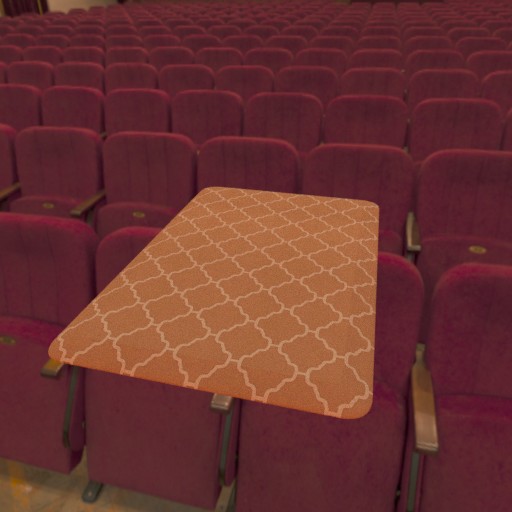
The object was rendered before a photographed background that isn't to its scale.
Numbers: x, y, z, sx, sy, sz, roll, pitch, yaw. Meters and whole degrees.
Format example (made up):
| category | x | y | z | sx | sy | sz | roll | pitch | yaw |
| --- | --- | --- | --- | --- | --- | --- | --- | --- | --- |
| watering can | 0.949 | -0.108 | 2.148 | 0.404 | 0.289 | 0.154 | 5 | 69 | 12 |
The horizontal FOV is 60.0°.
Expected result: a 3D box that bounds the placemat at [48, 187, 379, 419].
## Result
| category | x | y | z | sx | sy | sz | roll | pitch | yaw |
| --- | --- | --- | --- | --- | --- | --- | --- | --- | --- |
| placemat | 0.000 | 0.000 | 0.953 | 0.508 | 0.021 | 0.762 | 7 | 31 | 12 |
